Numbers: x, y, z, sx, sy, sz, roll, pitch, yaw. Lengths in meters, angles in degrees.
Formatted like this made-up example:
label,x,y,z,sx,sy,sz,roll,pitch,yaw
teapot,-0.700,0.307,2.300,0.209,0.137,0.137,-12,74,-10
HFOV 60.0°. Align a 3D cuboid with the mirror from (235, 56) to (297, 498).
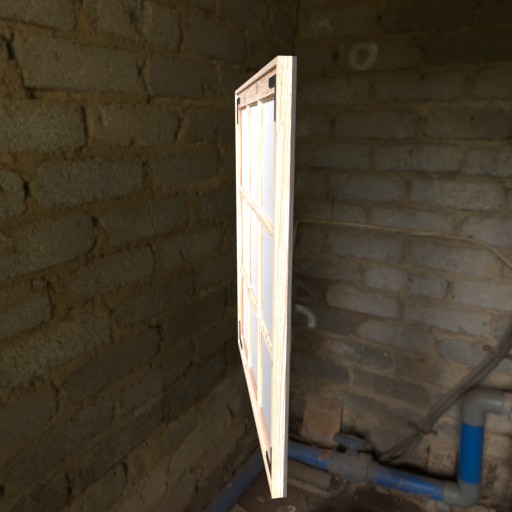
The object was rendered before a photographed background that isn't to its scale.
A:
label,x,y,z,sx,sy,sz,roll,pitch,yaw
mirror,0.000,0.000,1.186,0.032,0.882,0.730,-2,16,-8
